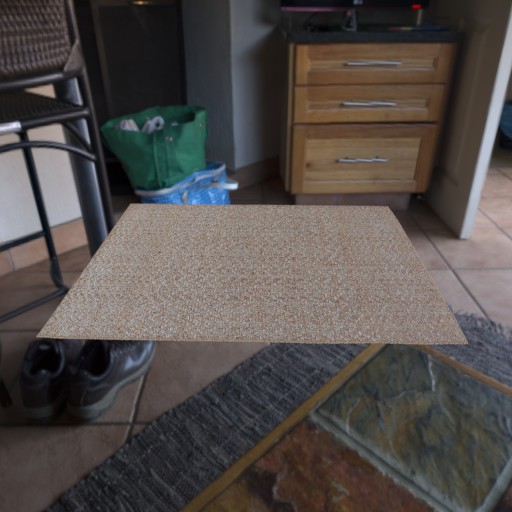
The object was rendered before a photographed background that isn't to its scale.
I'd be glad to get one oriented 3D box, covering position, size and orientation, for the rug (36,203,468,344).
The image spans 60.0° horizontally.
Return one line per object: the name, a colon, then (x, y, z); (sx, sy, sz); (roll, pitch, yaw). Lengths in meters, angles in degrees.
rug: (0.000, 0.000, 4.145); (3.048, 0.013, 2.439); (1, 29, 1)
